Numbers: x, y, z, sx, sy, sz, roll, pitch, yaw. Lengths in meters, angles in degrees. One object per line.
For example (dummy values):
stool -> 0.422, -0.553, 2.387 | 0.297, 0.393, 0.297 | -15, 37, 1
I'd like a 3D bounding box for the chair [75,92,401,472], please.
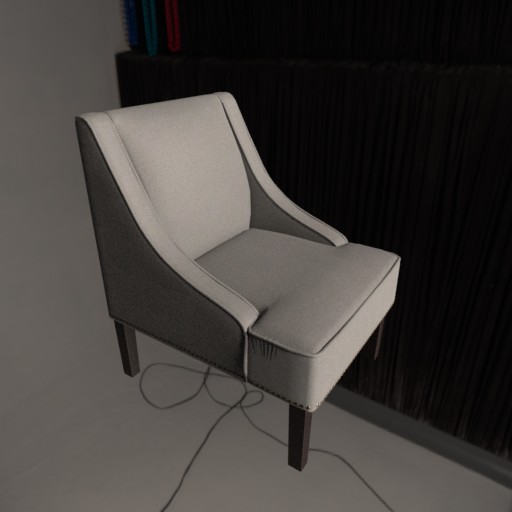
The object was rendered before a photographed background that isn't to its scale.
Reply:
chair -> 0.000, 0.000, 1.379 | 0.747, 0.867, 0.631 | 17, 31, 30
